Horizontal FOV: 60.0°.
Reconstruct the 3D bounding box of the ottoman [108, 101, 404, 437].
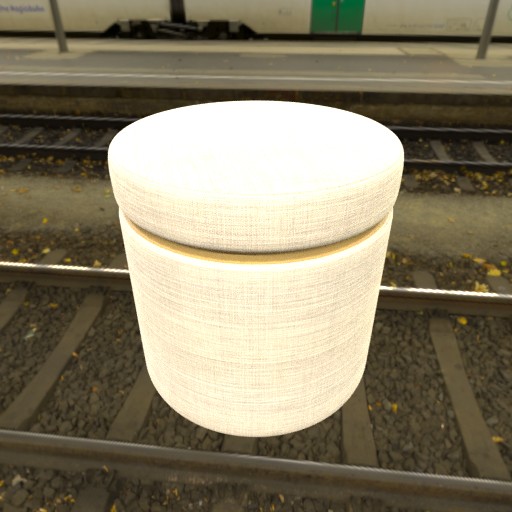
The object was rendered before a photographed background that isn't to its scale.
[{"bbox_3d":[0.000,0.000,0.717,0.400,0.406,0.400,0,32,0],"label":"ottoman"}]
